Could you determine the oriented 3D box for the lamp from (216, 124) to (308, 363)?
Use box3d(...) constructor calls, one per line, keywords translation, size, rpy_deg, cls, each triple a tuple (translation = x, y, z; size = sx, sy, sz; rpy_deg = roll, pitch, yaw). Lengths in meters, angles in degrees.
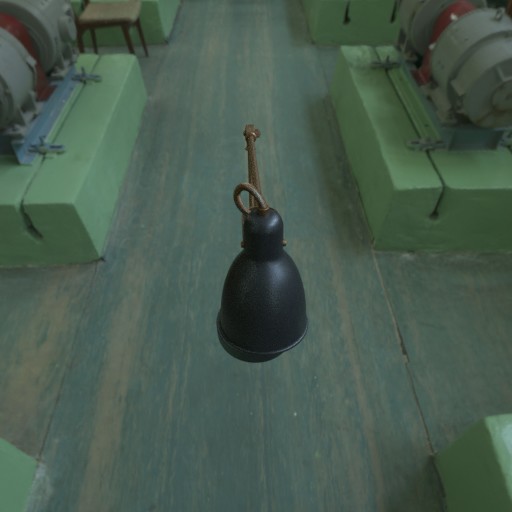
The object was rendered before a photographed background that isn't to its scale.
box3d(translation=(0.000, 0.000, 0.857), size=(0.187, 0.587, 0.561), rpy_deg=(-2, 46, -2), cls="lamp")
